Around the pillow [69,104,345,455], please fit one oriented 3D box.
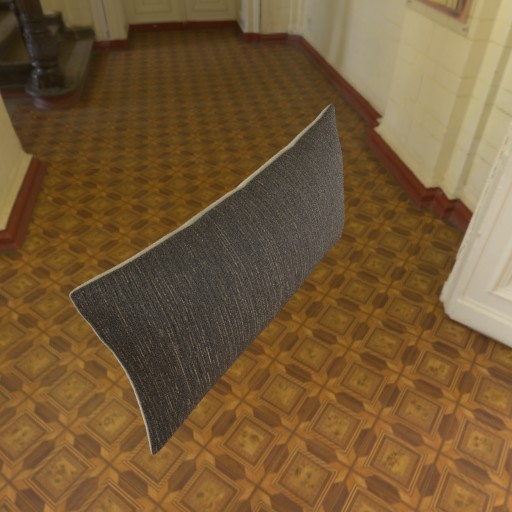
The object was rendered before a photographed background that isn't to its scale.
[{"bbox_3d":[0.000,0.000,0.739,0.156,0.305,0.608,24,47,25],"label":"pillow"}]
